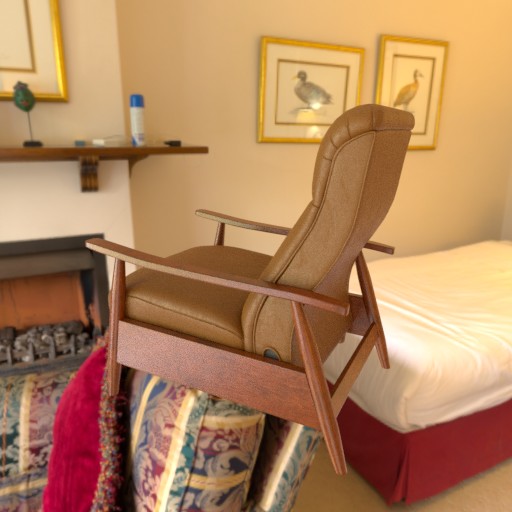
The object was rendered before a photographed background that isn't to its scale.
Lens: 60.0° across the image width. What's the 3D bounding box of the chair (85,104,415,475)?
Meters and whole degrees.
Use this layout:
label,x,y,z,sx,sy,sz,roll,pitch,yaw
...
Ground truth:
label,x,y,z,sx,sy,sz,roll,pitch,yaw
chair,0.000,0.000,1.727,1.014,1.082,0.762,8,18,26
